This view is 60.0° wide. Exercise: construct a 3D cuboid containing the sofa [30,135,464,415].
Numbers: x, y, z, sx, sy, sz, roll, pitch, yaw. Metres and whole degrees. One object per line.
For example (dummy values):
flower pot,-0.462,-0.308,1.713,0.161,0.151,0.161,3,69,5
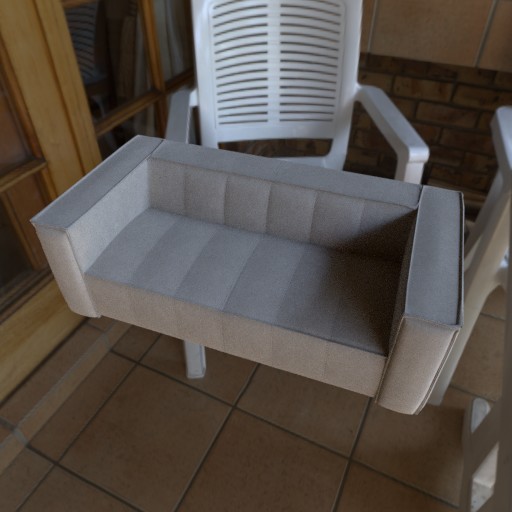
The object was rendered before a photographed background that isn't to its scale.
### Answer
sofa,0.000,0.000,2.431,1.995,0.680,1.038,13,43,15
